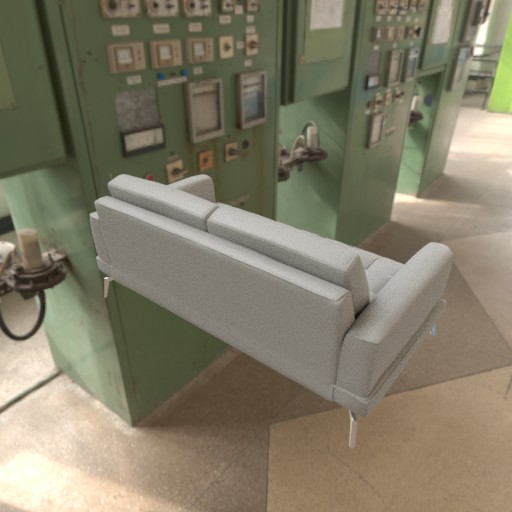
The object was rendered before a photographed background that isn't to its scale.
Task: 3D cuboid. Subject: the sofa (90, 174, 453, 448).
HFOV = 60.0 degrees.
[{"bbox_3d":[0.000,0.000,2.857,2.177,0.930,1.121,22,36,33],"label":"sofa"}]
